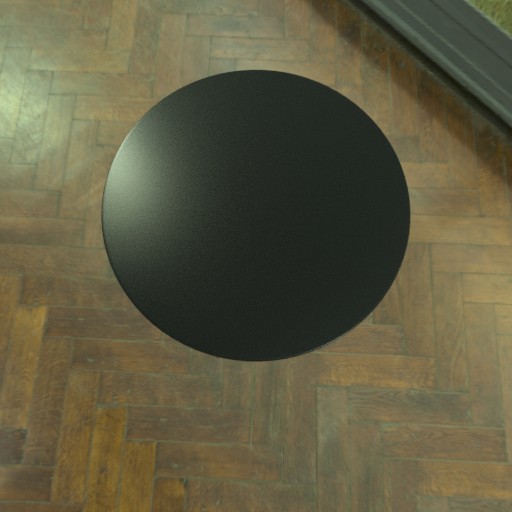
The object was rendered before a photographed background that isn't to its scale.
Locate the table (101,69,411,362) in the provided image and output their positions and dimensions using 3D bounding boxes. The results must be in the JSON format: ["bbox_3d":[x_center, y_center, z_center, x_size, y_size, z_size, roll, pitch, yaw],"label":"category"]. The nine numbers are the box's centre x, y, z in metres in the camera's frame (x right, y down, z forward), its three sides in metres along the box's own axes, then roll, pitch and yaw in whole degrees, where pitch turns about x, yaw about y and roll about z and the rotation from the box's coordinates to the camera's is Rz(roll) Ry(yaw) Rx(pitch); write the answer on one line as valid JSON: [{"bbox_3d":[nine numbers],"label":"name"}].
[{"bbox_3d":[0.000,0.000,1.004,0.481,0.665,0.481,0,76,0],"label":"table"}]
